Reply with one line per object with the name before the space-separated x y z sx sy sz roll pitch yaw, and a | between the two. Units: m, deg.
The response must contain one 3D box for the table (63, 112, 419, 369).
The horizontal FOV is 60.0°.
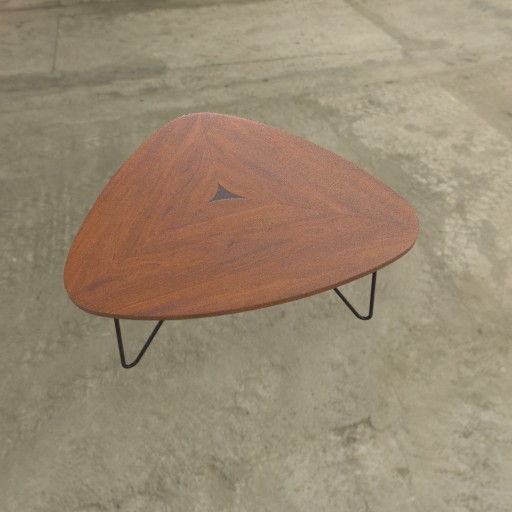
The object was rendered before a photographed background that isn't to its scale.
table | 0.000 0.000 1.299 0.821 0.413 0.833 10 47 9
